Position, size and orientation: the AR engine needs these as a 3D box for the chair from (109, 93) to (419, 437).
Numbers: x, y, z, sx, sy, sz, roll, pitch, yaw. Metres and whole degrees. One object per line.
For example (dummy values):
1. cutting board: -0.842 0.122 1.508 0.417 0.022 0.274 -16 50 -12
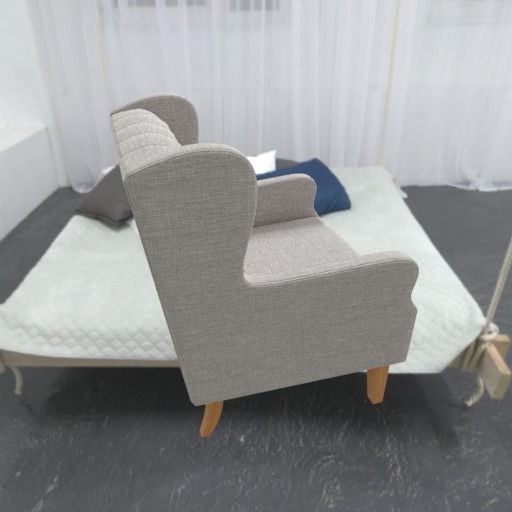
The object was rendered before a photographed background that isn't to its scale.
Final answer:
1. chair: 0.000 0.000 1.437 0.760 0.930 0.710 -10 32 -16
